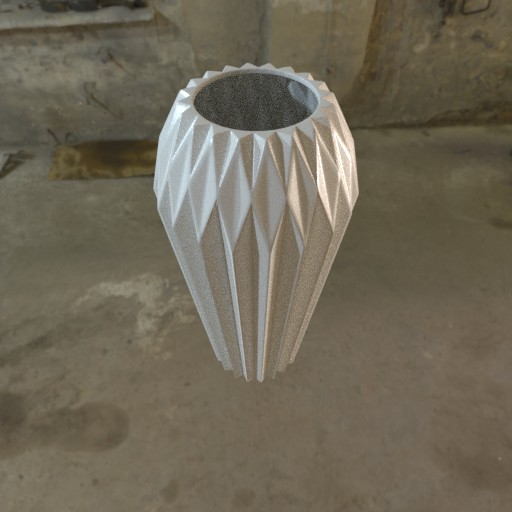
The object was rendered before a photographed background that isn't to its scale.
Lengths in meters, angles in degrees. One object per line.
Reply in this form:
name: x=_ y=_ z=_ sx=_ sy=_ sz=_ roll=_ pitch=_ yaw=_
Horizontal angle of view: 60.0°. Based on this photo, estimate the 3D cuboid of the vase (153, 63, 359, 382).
vase: x=0.000 y=0.000 z=0.344 sx=0.133 sy=0.263 sz=0.133 roll=0 pitch=47 yaw=0
